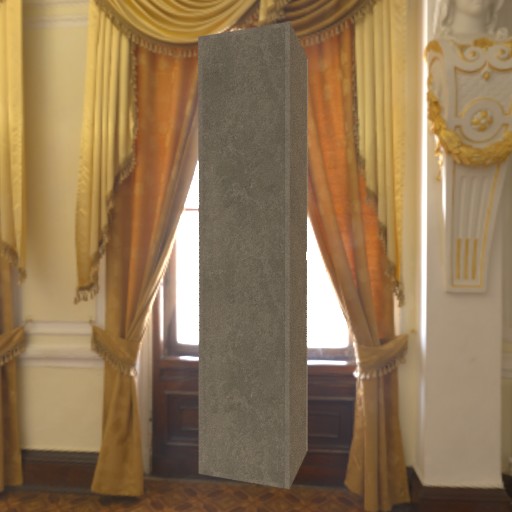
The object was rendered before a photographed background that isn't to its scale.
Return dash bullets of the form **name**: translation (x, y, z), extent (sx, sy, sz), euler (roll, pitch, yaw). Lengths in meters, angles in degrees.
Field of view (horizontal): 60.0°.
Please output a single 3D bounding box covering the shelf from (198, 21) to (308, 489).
- **shelf**: translation (0.000, 0.000, 1.502), extent (0.300, 1.400, 0.270), euler (0, 1, 18)
